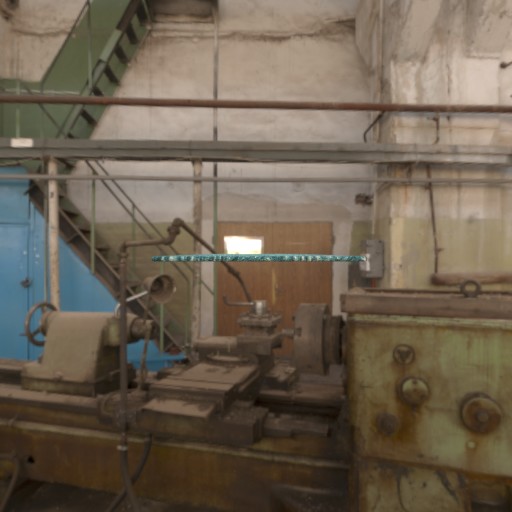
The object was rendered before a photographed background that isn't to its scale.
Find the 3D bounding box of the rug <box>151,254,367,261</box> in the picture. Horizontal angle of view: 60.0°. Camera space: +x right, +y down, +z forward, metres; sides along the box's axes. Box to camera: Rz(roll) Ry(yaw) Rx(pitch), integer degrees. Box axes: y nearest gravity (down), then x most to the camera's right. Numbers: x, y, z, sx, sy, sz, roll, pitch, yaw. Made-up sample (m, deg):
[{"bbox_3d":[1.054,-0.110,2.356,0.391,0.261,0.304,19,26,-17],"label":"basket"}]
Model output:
[{"bbox_3d":[0.000,0.000,2.523,0.676,0.016,2.286,0,0,-1],"label":"rug"}]
